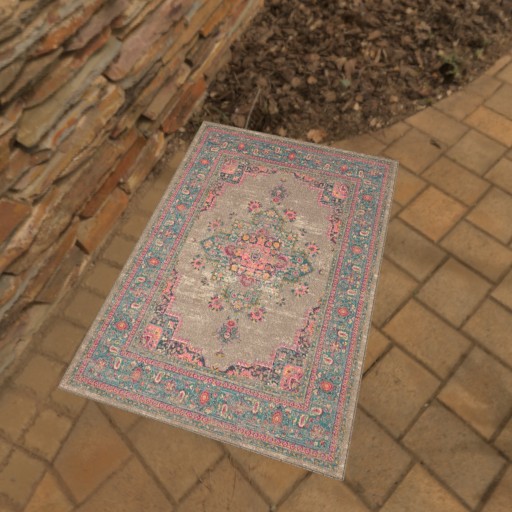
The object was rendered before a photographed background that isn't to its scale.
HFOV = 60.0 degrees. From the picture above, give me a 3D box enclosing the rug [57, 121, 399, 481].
[{"bbox_3d":[0.000,0.000,3.662,2.005,0.013,2.890,14,58,9],"label":"rug"}]
